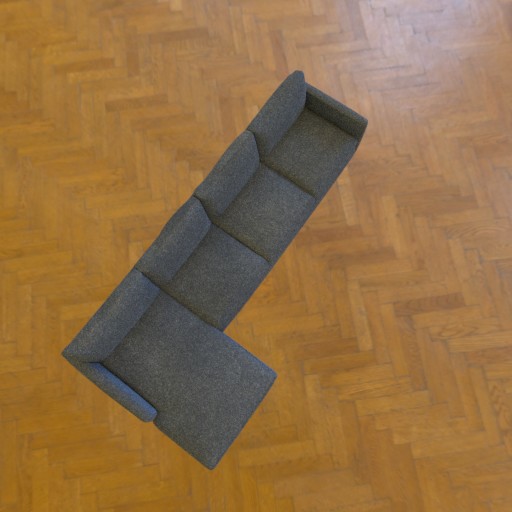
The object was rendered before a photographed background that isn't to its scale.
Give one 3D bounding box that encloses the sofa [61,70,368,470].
[{"bbox_3d":[0.000,0.000,3.515,1.350,0.810,2.932,34,77,9],"label":"sofa"}]
